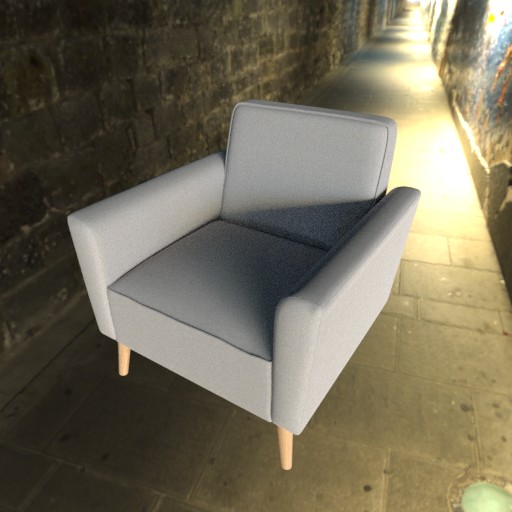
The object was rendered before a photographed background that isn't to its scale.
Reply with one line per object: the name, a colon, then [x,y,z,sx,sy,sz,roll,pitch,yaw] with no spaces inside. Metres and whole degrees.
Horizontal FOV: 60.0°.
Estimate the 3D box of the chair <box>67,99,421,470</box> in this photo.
chair: [0.000,0.000,1.388,0.780,0.780,0.750,18,35,28]
